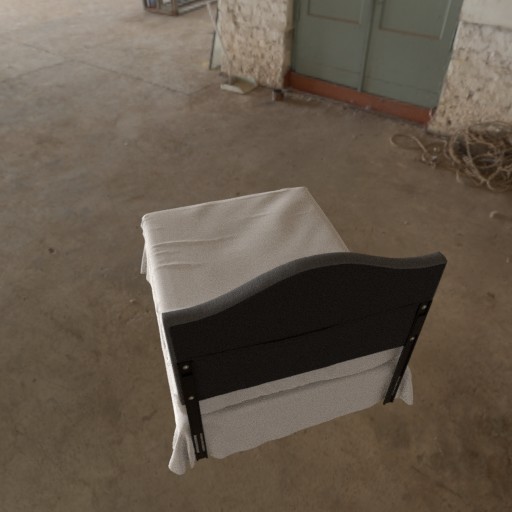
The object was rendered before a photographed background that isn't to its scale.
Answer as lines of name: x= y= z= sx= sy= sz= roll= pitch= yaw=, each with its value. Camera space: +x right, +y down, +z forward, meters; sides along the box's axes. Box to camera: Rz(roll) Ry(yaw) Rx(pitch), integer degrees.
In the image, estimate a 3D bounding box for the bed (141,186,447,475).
bed: x=0.000 y=0.000 z=3.433 sx=1.876 sy=1.645 sz=2.221 roll=-12 pitch=43 yaw=-13
